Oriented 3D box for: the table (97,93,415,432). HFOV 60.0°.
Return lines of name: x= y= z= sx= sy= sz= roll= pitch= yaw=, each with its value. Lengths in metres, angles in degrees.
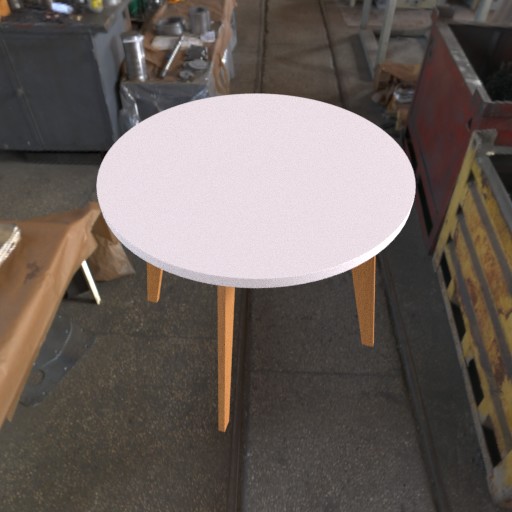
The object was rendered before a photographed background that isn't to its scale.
table: x=0.000 y=0.000 z=1.553 sx=0.896 sy=0.762 sz=0.896 roll=0 pitch=45 yaw=0
